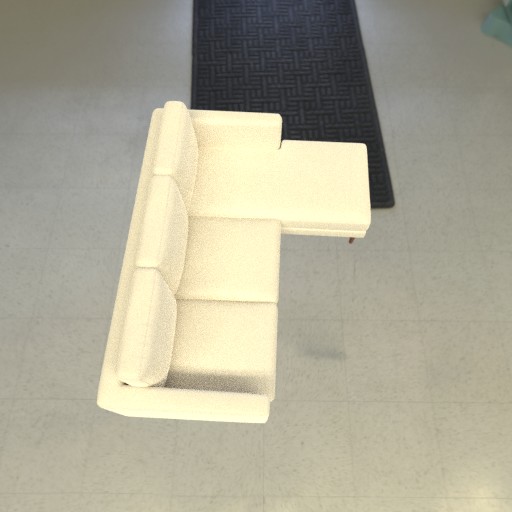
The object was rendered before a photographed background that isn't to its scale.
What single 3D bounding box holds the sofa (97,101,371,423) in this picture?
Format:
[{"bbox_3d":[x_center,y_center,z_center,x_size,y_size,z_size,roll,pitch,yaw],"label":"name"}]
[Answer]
[{"bbox_3d":[0.000,0.000,2.912,1.580,0.899,2.029,3,65,1],"label":"sofa"}]
